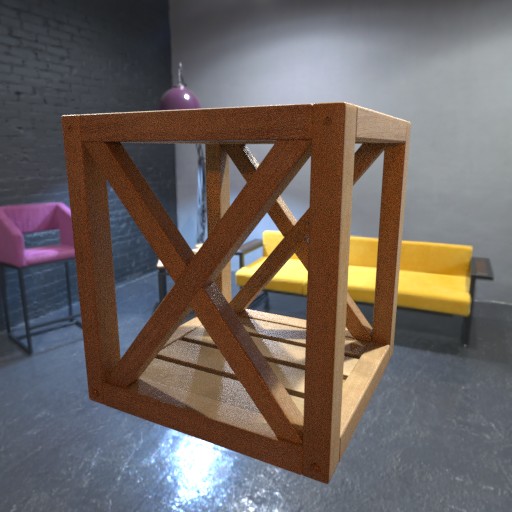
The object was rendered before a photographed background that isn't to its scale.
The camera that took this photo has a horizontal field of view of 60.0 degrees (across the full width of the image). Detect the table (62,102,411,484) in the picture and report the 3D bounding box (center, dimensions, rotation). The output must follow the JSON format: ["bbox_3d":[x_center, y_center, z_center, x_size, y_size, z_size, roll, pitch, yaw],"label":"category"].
[{"bbox_3d":[0.000,0.000,1.029,0.559,0.610,0.558,7,15,27],"label":"table"}]
